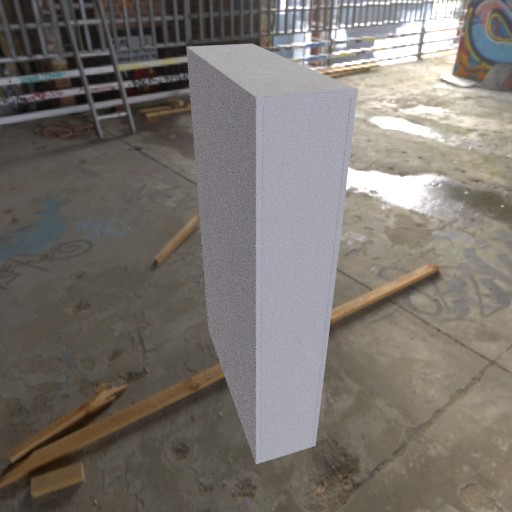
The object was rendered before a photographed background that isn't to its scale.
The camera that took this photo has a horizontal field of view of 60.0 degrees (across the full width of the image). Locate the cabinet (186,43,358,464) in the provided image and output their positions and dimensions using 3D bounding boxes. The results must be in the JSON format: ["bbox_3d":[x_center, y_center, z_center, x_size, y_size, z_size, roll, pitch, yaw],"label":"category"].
[{"bbox_3d":[0.000,0.000,1.584,0.250,1.280,0.750,-10,34,-15],"label":"cabinet"}]
